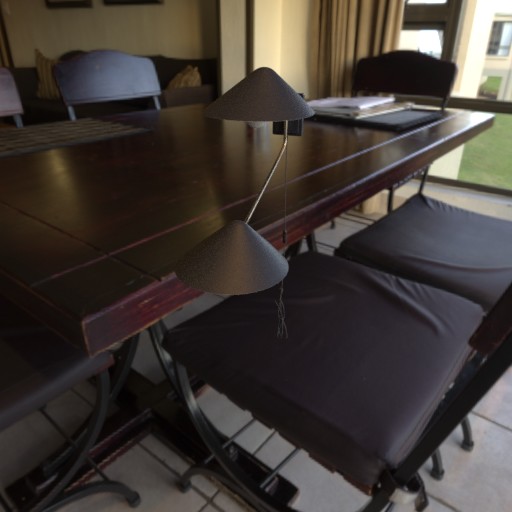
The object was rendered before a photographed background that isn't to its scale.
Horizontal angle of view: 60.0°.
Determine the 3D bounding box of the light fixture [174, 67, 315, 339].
[{"bbox_3d":[0.000,0.000,0.852,0.189,0.665,0.422,9,28,18],"label":"light fixture"}]
